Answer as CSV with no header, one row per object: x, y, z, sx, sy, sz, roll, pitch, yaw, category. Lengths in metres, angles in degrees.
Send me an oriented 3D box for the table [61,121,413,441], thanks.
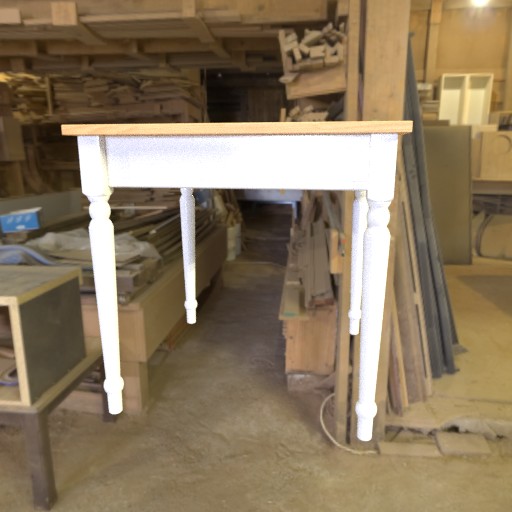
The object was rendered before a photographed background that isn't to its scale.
0.000,0.000,1.361,0.747,0.738,0.747,2,13,10,table
